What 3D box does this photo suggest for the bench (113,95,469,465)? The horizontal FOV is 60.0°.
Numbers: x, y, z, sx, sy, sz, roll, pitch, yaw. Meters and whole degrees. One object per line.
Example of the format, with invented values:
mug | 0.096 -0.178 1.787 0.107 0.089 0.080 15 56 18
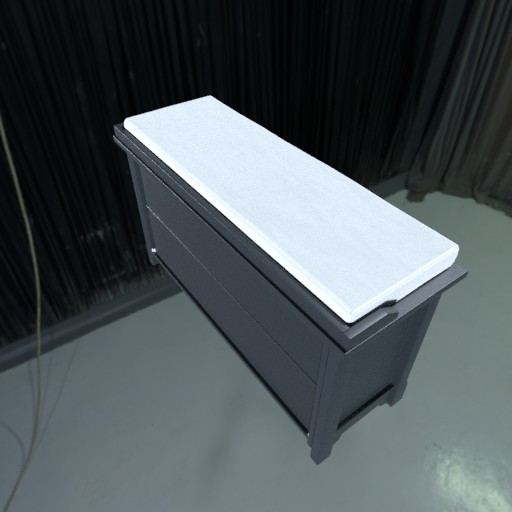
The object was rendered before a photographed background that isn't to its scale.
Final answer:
bench | 0.000 0.000 1.250 0.345 0.561 0.973 -26 48 -26
